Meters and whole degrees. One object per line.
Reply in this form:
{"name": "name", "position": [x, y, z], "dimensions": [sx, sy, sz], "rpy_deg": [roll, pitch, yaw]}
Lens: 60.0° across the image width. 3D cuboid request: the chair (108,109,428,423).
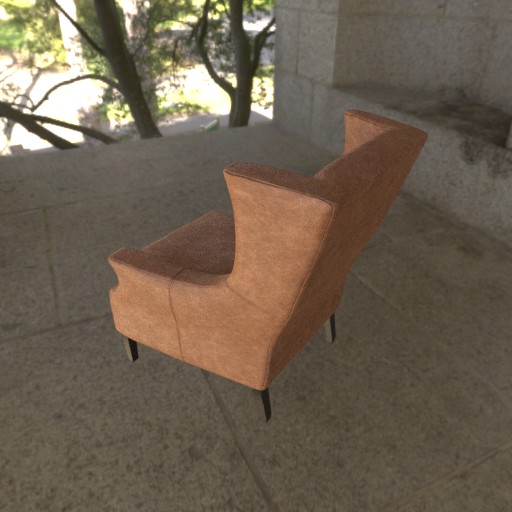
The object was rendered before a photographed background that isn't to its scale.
{"name": "chair", "position": [0.000, 0.000, 1.706], "dimensions": [0.926, 1.016, 0.853], "rpy_deg": [21, 38, 30]}
